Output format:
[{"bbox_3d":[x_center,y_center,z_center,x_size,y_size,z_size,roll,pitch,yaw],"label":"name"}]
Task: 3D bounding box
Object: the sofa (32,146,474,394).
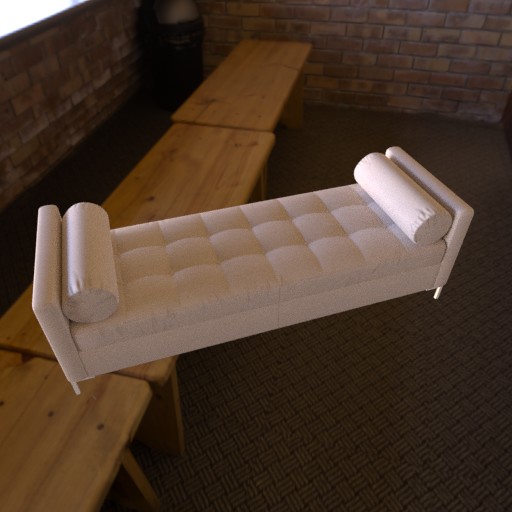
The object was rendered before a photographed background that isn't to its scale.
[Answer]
[{"bbox_3d":[0.000,0.000,2.314,1.981,0.635,0.686,-12,43,-13],"label":"sofa"}]
